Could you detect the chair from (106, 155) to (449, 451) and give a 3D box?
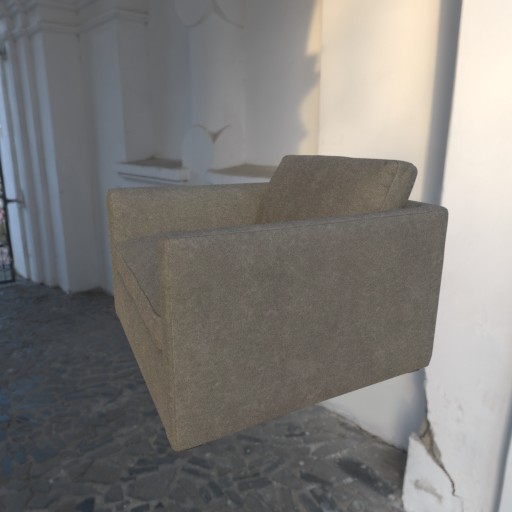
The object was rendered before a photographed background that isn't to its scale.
[{"bbox_3d":[0.000,0.000,1.882,1.091,0.845,1.190,-7,17,-24],"label":"chair"}]
